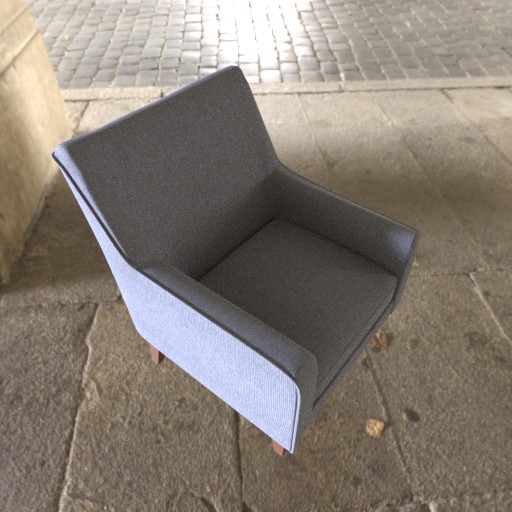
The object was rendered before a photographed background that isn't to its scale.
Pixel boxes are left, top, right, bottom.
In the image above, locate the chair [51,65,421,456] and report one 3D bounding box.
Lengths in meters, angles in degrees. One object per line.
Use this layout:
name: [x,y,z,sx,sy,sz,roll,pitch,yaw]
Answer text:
chair: [0.000,0.000,1.570,0.899,0.919,0.780,29,51,27]
